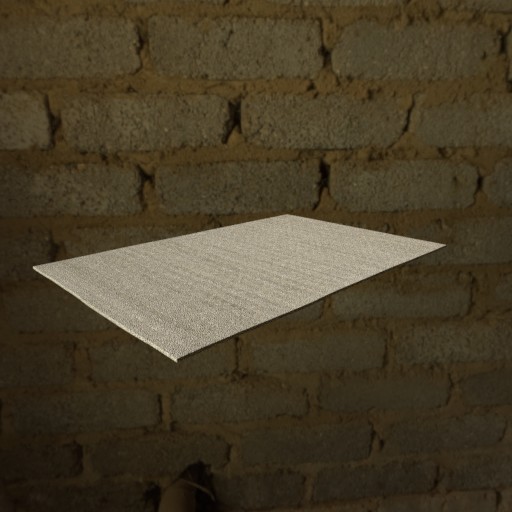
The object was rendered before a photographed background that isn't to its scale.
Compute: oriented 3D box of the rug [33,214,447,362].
[{"bbox_3d":[0.000,0.000,2.917,2.297,0.018,1.532,-16,23,-42],"label":"rug"}]
